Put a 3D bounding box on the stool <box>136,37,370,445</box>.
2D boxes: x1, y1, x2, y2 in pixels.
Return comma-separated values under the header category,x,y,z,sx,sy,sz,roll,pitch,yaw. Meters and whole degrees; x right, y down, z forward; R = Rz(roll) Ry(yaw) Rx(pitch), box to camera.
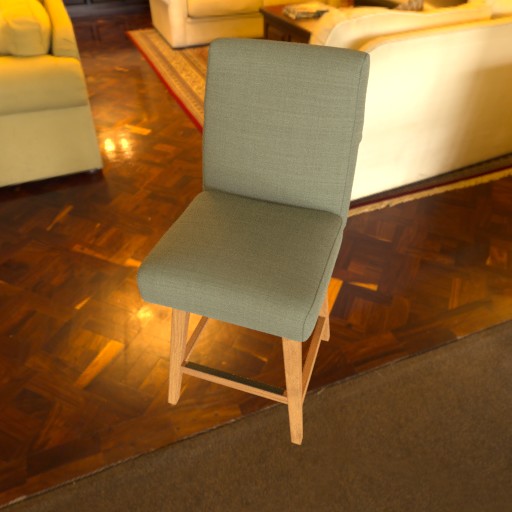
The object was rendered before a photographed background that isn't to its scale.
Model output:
category,x,y,z,sx,sy,sz,roll,pitch,yaw
stool,0.000,0.000,1.274,0.459,1.019,0.570,12,42,14
